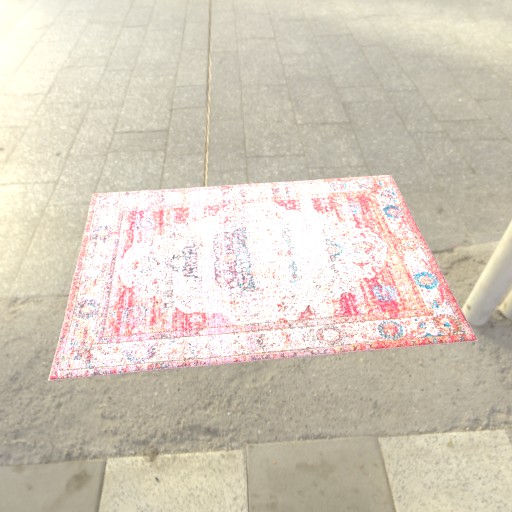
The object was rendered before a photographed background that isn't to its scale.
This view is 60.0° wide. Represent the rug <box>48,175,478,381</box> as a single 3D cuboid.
[{"bbox_3d":[0.000,0.000,2.286,1.829,0.006,1.219,-4,47,-4],"label":"rug"}]
